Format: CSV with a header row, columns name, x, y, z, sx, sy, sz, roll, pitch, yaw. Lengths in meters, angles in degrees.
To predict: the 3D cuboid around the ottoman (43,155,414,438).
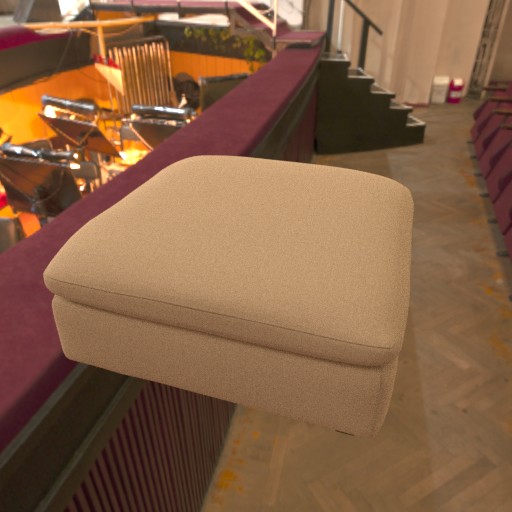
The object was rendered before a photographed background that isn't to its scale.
name,x,y,z,sx,sy,sz,roll,pitch,yaw
ottoman,0.000,0.000,1.531,0.996,0.467,0.977,10,33,15
